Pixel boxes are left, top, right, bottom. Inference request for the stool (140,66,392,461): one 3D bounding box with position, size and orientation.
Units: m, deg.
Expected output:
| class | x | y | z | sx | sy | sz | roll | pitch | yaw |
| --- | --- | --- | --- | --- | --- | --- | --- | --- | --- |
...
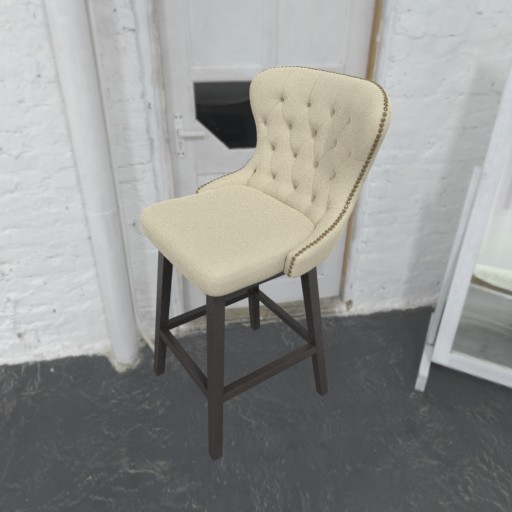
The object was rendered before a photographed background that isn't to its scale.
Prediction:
| class | x | y | z | sx | sy | sz | roll | pitch | yaw |
| --- | --- | --- | --- | --- | --- | --- | --- | --- | --- |
| stool | 0.000 | 0.000 | 1.318 | 0.593 | 0.971 | 0.528 | -20 | 37 | -29 |
